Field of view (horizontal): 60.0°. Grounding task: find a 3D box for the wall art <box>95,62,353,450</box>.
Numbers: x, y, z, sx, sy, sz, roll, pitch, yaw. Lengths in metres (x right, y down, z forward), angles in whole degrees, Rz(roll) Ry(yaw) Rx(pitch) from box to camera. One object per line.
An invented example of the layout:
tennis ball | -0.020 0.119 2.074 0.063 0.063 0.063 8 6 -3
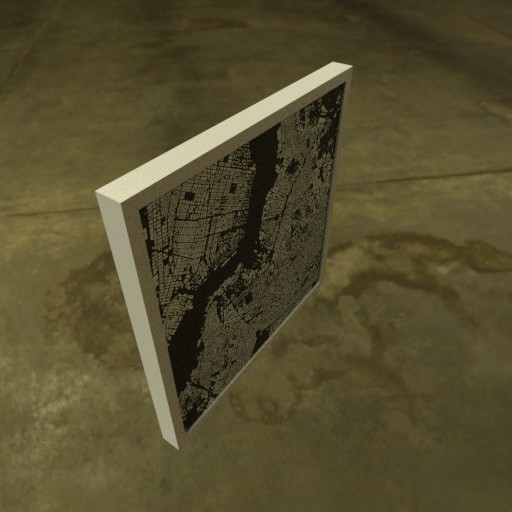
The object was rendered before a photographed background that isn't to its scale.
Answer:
wall art | 0.000 0.000 0.760 0.038 0.506 0.506 25 46 26
